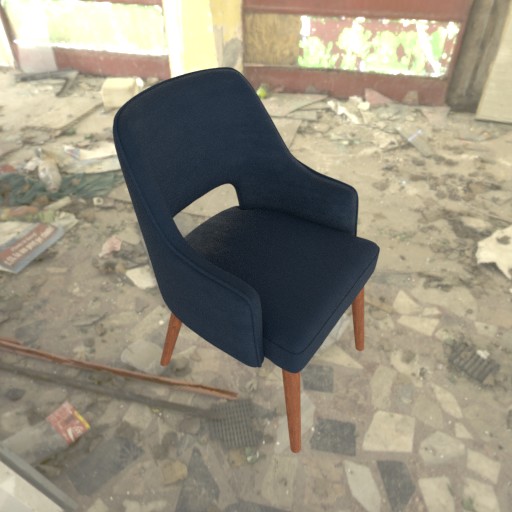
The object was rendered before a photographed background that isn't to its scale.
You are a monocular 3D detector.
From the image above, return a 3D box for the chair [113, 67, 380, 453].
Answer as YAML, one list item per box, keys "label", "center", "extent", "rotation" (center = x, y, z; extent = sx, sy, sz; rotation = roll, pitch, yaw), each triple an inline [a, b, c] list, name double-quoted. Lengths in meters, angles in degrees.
- label: "chair"
  center: [0.000, 0.000, 1.223]
  extent: [0.591, 0.844, 0.559]
  rotation: [24, 46, 26]
